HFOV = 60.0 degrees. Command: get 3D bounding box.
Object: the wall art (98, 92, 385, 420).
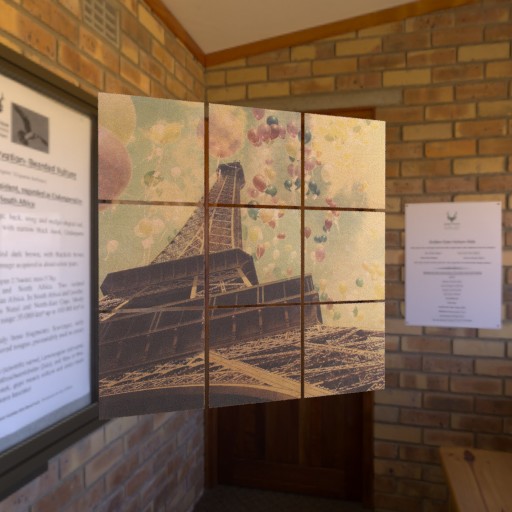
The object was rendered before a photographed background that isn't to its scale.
[{"bbox_3d":[0.000,0.000,2.265,1.517,1.505,0.002,0,1,-17],"label":"wall art"}]
